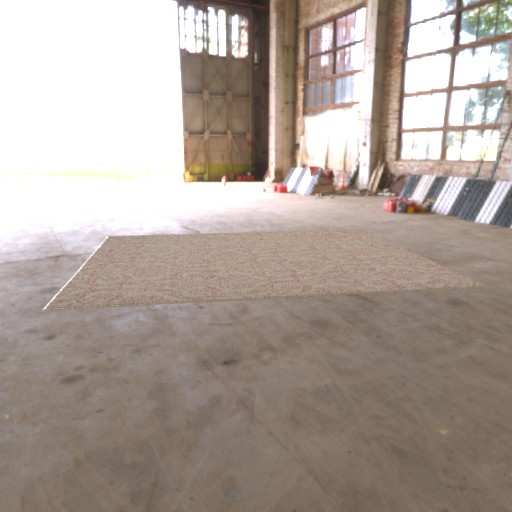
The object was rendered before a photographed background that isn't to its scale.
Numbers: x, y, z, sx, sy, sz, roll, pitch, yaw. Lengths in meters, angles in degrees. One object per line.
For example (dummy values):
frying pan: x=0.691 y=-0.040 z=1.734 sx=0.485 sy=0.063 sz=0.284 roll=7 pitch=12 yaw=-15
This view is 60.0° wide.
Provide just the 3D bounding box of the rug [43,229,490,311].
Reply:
rug: x=0.000 y=0.000 z=4.034 sx=2.980 sy=0.012 sz=2.363 roll=-2 pitch=14 yaw=-9
